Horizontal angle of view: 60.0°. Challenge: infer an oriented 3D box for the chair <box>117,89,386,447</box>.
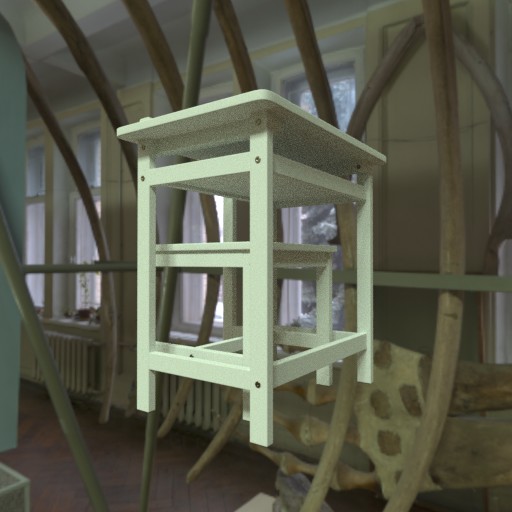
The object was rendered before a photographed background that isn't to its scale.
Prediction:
[{"bbox_3d":[0.000,0.000,1.093,0.461,0.673,0.599,0,-1,35],"label":"chair"}]
